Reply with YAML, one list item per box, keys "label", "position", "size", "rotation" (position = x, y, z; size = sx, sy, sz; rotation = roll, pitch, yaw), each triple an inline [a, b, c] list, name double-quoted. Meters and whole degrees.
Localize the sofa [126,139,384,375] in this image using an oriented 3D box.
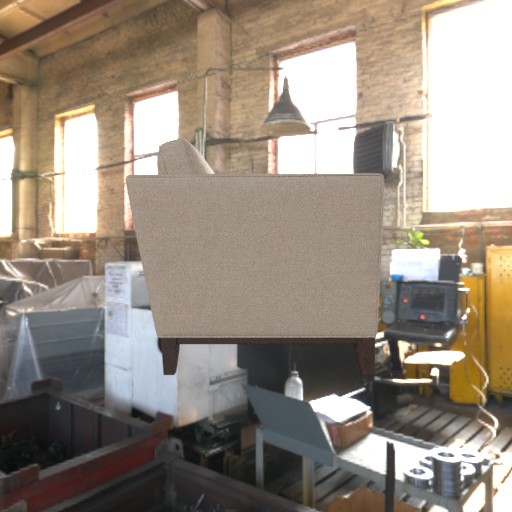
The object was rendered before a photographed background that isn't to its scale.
- label: "sofa"
  position: [0.000, 0.000, 2.819]
  size: [0.965, 0.940, 2.388]
  rotation: [0, 0, 0]
